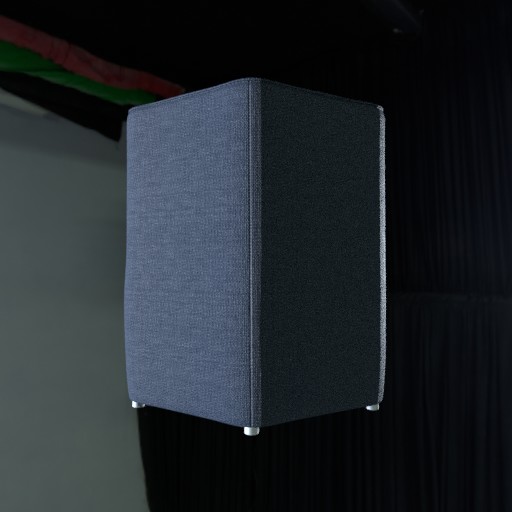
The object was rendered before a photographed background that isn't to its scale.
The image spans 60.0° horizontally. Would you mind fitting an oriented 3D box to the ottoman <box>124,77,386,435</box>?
[{"bbox_3d":[0.000,0.000,0.851,0.492,0.505,0.454,-1,-1,36],"label":"ottoman"}]
